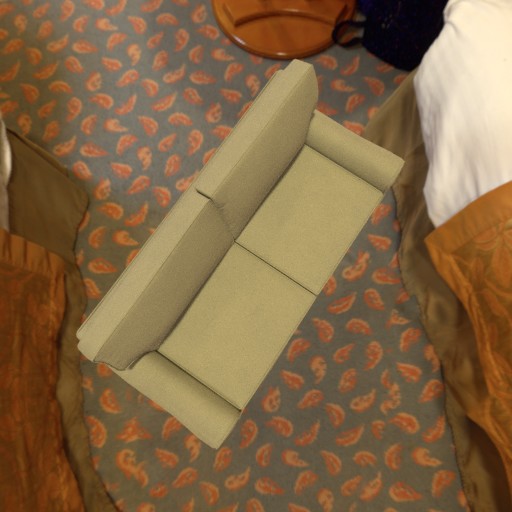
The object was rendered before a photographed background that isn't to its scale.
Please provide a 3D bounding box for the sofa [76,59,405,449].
[{"bbox_3d":[0.000,0.000,2.380,0.841,1.024,1.823,34,79,7],"label":"sofa"}]
